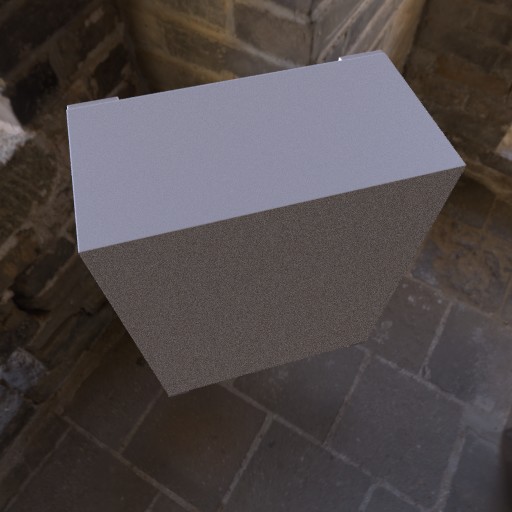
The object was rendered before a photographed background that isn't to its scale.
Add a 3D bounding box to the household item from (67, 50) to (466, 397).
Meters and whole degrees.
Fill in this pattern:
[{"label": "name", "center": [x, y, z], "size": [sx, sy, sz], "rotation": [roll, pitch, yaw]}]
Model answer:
[{"label": "household item", "center": [0.000, 0.000, 1.399], "size": [0.790, 1.010, 0.420], "rotation": [-13, 59, -8]}]
